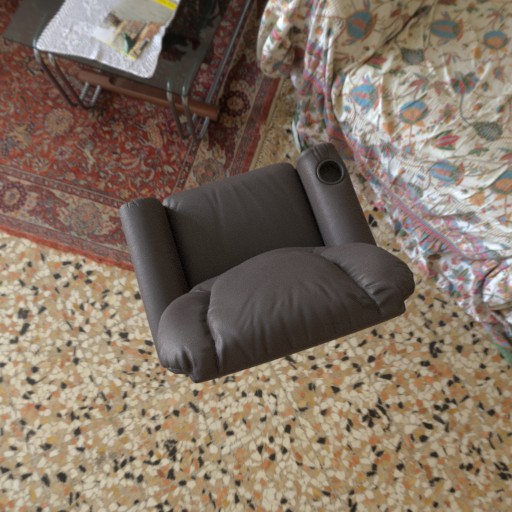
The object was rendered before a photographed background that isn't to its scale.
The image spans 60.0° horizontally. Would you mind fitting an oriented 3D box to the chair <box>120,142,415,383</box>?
[{"bbox_3d":[0.000,0.000,1.126,0.610,0.709,0.521,-18,76,-4],"label":"chair"}]
